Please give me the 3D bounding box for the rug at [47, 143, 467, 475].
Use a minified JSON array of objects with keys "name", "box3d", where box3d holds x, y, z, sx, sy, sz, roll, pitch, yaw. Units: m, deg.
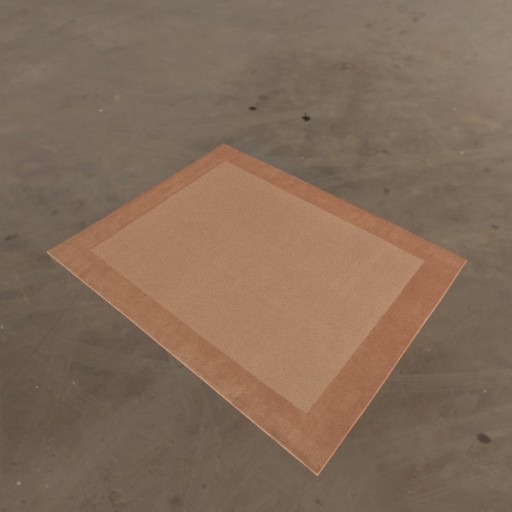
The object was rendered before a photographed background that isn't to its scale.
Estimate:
[{"name":"rug","box3d":[0.000,0.000,4.102,3.057,0.021,2.431,31,54,26]}]
